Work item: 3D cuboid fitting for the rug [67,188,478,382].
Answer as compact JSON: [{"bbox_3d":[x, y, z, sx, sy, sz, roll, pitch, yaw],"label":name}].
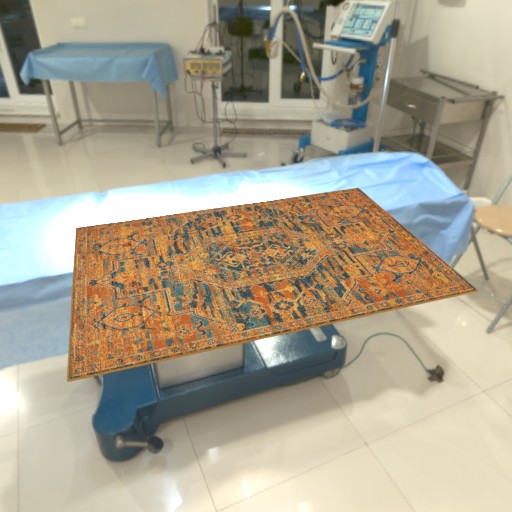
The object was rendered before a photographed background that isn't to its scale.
[{"bbox_3d":[0.000,0.000,1.100,0.863,0.008,0.557,-10,35,-14],"label":"rug"}]
